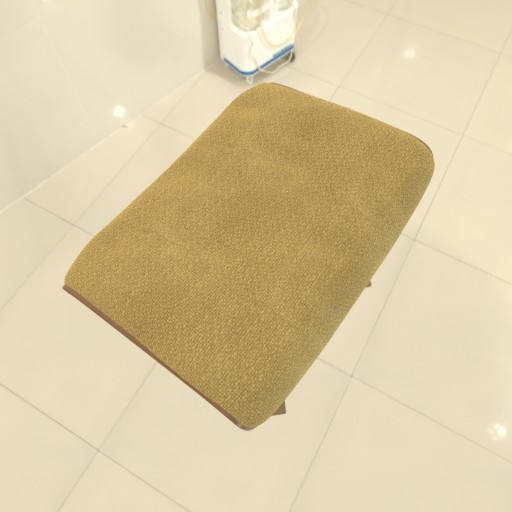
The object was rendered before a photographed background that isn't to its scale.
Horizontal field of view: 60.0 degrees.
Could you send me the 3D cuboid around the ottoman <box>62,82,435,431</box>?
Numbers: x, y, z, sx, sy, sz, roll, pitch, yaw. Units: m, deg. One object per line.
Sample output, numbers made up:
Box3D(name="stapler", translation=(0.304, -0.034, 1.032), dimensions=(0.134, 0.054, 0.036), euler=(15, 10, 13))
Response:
Box3D(name="ottoman", translation=(0.000, 0.000, 0.813), dimensions=(0.394, 0.391, 0.520), euler=(34, 68, 15))
